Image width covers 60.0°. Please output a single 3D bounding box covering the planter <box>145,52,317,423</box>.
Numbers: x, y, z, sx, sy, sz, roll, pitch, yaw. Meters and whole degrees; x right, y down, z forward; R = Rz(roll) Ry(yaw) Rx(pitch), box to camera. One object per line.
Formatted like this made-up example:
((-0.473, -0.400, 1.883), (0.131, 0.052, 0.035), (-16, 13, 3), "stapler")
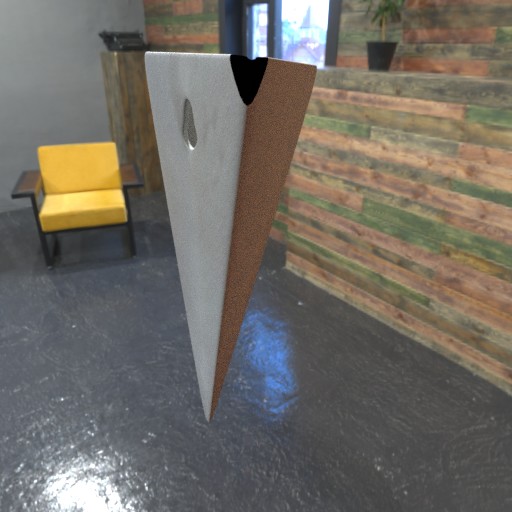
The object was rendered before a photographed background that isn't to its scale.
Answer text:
((0.000, 0.000, 0.155), (0.047, 0.130, 0.058), (-17, 30, -32), "planter")
